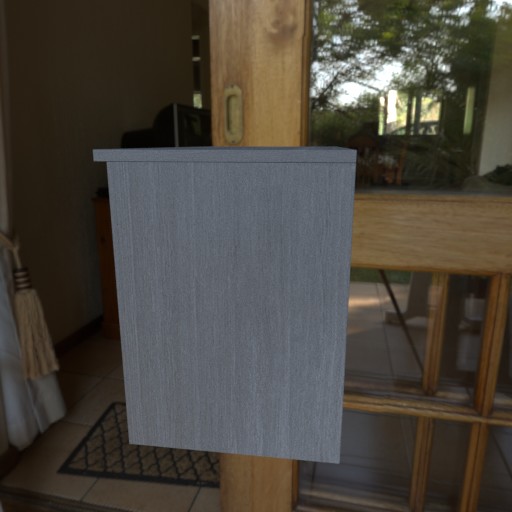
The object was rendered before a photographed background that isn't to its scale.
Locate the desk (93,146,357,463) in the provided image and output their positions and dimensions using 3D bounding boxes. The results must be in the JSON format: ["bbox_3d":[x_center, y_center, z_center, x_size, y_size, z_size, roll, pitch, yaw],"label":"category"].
[{"bbox_3d":[0.000,0.000,1.534,0.557,0.729,1.099,2,14,8],"label":"desk"}]
